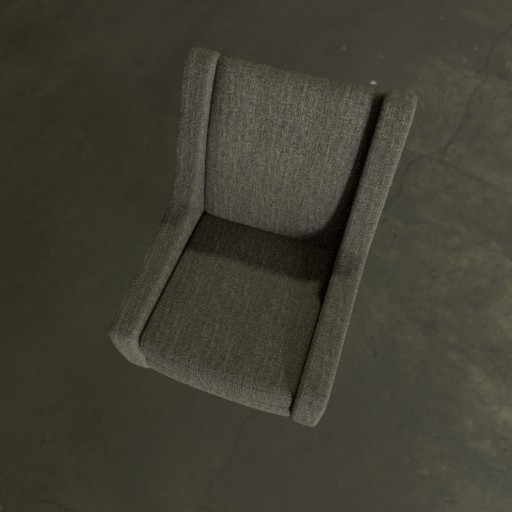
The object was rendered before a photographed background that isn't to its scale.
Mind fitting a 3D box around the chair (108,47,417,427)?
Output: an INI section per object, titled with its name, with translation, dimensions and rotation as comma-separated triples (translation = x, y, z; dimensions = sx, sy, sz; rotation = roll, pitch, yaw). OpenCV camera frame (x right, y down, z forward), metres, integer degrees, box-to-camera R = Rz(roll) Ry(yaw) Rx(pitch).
[chair]
translation = 0.000, 0.000, 1.673
dimensions = 0.793, 1.012, 0.944
rotation = 16, 60, 10
